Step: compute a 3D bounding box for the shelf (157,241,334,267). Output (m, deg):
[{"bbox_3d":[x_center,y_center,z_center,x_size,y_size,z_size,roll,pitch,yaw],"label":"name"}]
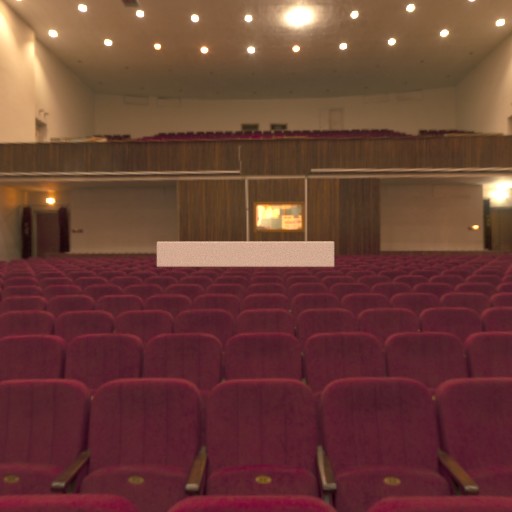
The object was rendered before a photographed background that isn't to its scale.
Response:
[{"bbox_3d":[0.000,0.000,0.653,0.140,0.020,0.610,0,0,2],"label":"shelf"}]
